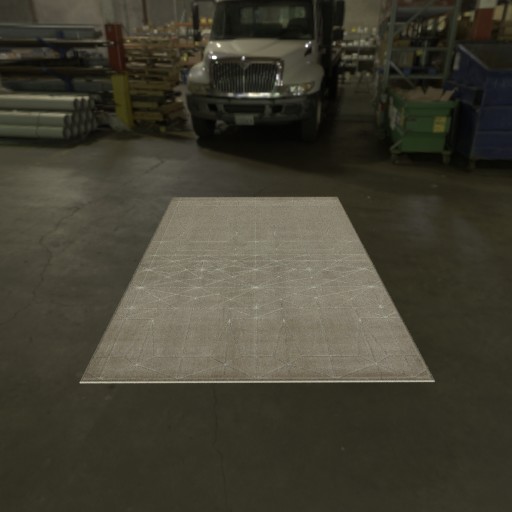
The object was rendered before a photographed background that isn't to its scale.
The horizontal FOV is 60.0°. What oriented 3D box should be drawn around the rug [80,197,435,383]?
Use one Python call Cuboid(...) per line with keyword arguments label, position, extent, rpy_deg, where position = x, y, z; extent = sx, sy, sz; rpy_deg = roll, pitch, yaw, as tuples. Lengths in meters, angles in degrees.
Cuboid(label="rug", position=(0.000, 0.000, 2.995), extent=(1.524, 0.012, 2.438), rpy_deg=(0, 26, 0))
